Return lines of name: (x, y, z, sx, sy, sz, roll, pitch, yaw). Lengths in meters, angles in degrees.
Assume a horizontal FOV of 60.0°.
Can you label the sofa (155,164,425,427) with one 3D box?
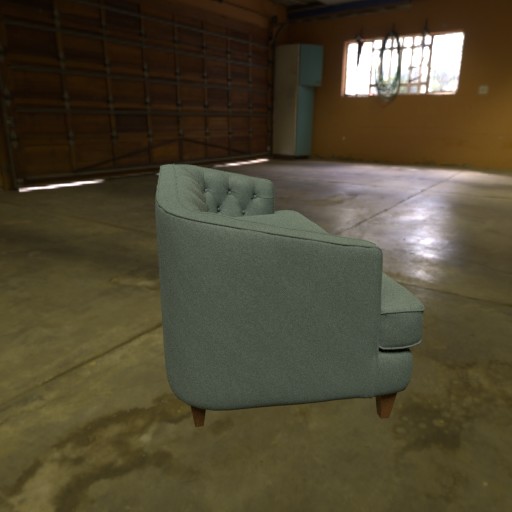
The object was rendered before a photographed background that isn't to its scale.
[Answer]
sofa: (0.000, 0.000, 2.273, 0.941, 0.855, 1.733, -3, 18, -10)
